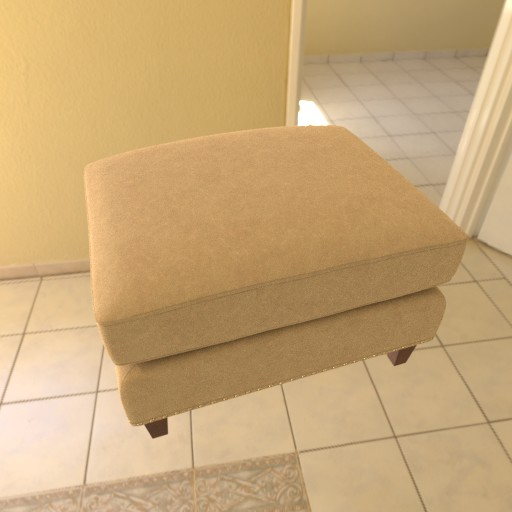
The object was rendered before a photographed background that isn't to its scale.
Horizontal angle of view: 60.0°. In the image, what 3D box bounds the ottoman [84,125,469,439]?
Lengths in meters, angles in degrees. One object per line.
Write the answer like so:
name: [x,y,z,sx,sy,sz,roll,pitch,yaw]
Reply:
ottoman: [0.000,0.000,1.119,0.741,0.513,0.584,-12,42,-14]
